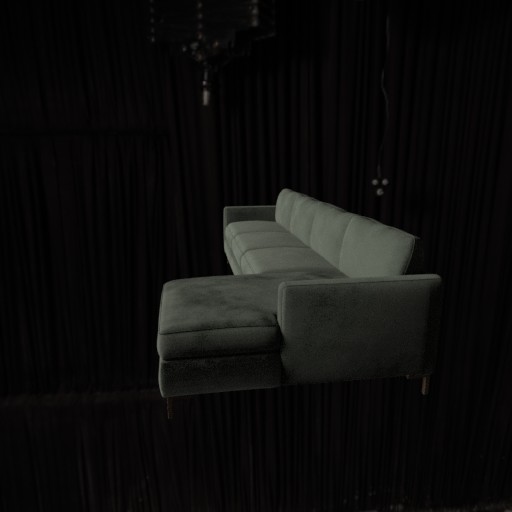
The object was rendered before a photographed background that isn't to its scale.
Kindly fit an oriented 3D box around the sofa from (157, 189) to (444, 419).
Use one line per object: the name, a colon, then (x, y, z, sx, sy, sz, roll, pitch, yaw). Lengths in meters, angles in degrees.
sofa: (0.000, 0.000, 3.164, 1.255, 0.756, 2.725, -2, 13, -9)
